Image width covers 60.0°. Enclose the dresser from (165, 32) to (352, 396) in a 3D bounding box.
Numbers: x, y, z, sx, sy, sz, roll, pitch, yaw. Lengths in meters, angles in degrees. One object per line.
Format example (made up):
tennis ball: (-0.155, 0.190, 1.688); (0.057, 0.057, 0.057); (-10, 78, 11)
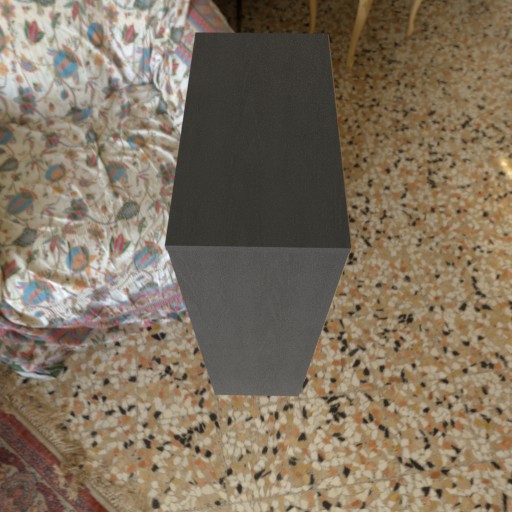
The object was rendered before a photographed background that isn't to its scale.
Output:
dresser: (0.000, 0.000, 1.597); (0.399, 1.255, 0.704); (1, 59, 0)
